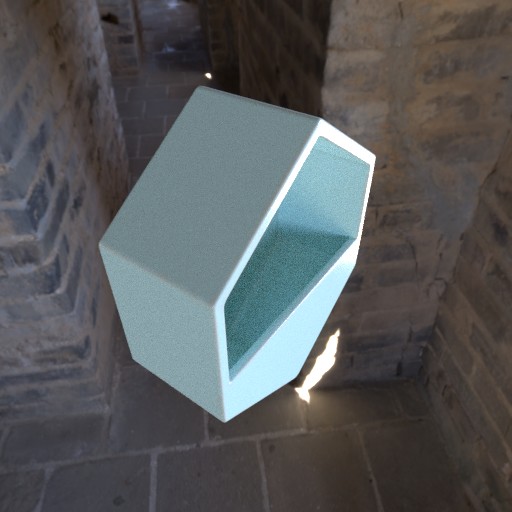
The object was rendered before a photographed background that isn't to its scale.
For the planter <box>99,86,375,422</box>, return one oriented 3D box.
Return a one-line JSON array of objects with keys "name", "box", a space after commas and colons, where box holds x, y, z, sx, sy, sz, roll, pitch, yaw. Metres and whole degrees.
[{"name": "planter", "box": [0.000, 0.000, 0.291, 0.078, 0.207, 0.169, 25, 47, 26]}]
